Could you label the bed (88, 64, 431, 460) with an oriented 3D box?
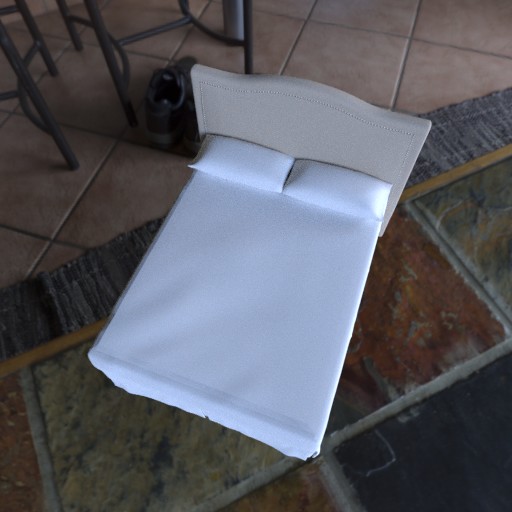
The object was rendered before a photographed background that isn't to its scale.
[{"bbox_3d":[0.000,0.000,3.029,1.678,1.398,2.052,18,61,10],"label":"bed"}]
